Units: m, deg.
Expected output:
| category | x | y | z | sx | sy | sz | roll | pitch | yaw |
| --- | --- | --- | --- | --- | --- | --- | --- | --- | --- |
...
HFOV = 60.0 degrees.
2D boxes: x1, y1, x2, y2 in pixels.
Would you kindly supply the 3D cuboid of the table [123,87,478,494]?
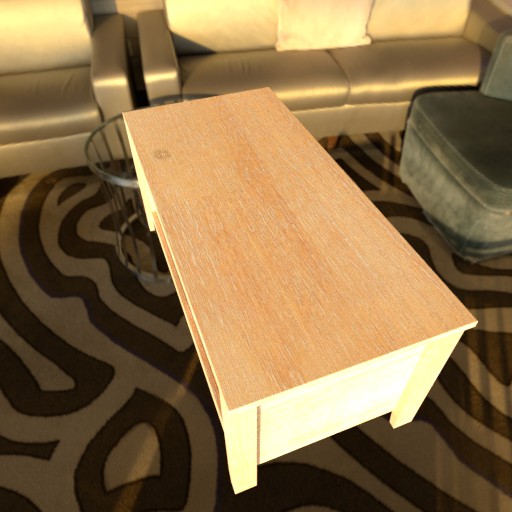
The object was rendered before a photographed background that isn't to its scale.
| category | x | y | z | sx | sy | sz | roll | pitch | yaw |
| --- | --- | --- | --- | --- | --- | --- | --- | --- | --- |
| table | 0.000 | 0.000 | 1.245 | 0.483 | 0.457 | 1.016 | -15 | 48 | -14 |
